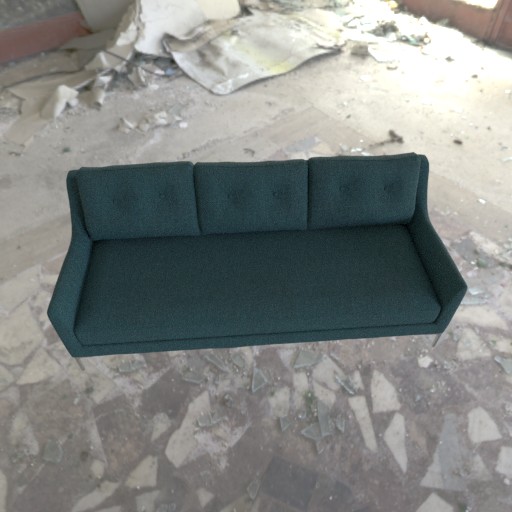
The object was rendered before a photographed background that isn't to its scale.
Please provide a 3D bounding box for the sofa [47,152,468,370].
[{"bbox_3d":[0.000,0.000,2.483,2.060,0.837,0.849,-3,47,-3],"label":"sofa"}]
